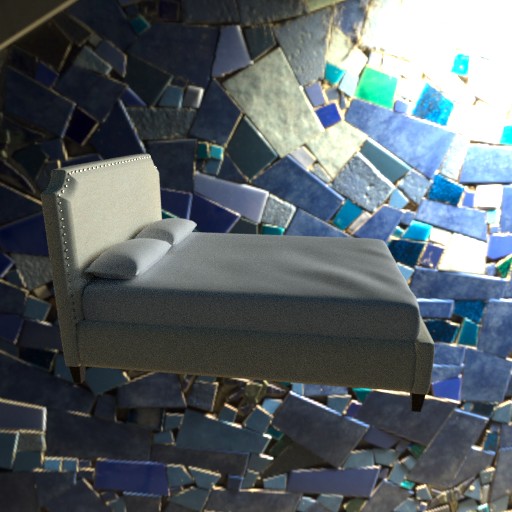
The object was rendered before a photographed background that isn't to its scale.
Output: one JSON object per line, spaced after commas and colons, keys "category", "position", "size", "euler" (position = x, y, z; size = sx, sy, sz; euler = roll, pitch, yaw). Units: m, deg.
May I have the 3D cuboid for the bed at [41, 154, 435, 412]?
{"category": "bed", "position": [0.000, 0.000, 3.484], "size": [2.381, 1.457, 1.713], "euler": [2, 17, 8]}
